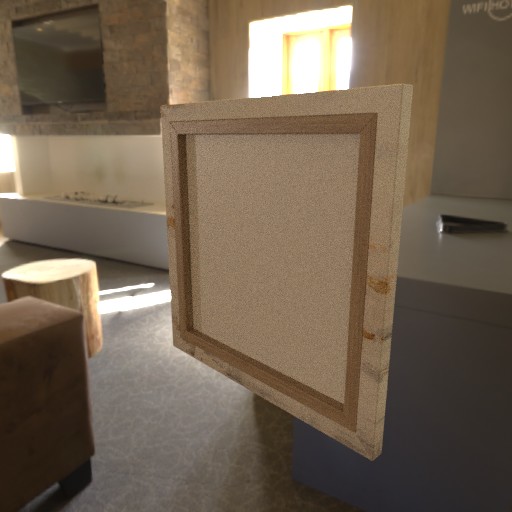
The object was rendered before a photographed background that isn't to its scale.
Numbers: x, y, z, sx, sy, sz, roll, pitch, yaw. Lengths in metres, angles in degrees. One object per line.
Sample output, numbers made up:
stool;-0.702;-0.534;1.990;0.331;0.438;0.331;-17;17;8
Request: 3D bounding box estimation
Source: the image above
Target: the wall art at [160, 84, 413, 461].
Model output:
wall art;0.000;0.000;1.120;0.038;0.755;0.753;-14;20;-42
